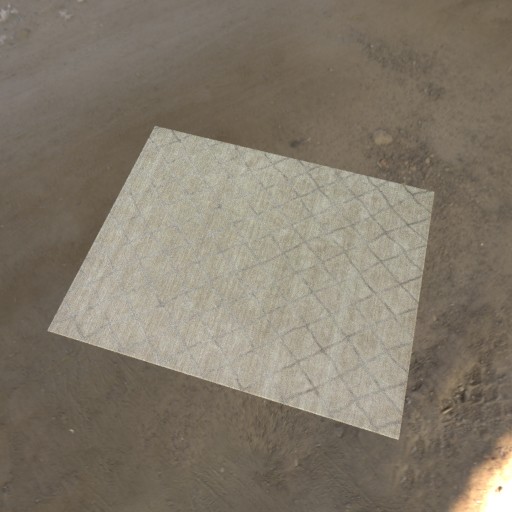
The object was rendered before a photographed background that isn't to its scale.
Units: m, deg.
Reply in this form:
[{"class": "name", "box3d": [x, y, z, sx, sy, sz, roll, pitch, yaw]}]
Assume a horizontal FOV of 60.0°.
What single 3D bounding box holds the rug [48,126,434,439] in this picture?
[{"class": "rug", "box3d": [0.000, 0.000, 4.157, 3.038, 0.019, 2.420, 15, 64, 7]}]
